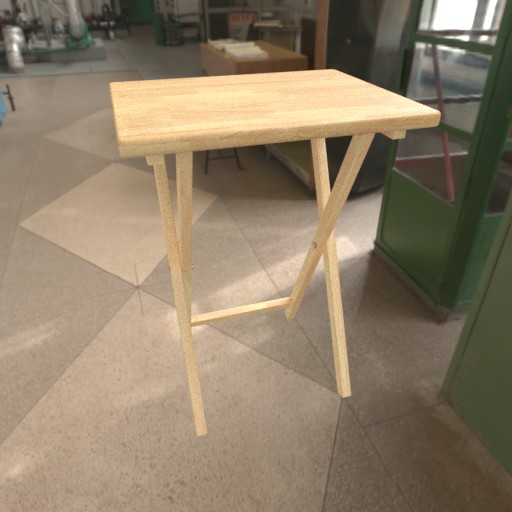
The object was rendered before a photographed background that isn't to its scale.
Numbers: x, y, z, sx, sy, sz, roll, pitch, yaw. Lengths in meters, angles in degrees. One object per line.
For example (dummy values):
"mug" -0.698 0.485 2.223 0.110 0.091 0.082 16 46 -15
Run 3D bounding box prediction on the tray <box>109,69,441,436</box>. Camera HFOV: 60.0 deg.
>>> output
"tray" 0.000 0.000 0.946 0.483 0.660 0.381 -10 34 -15
